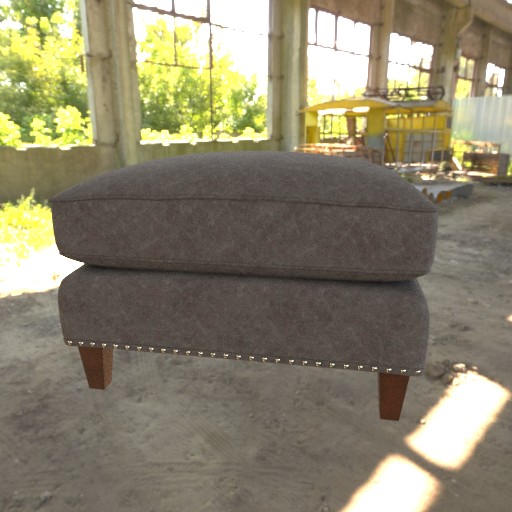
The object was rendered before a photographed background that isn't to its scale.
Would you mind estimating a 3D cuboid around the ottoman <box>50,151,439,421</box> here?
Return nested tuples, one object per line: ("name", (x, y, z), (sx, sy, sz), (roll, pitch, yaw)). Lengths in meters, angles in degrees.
("ottoman", (0.000, 0.000, 1.116), (0.741, 0.513, 0.584), (3, 16, 10))
